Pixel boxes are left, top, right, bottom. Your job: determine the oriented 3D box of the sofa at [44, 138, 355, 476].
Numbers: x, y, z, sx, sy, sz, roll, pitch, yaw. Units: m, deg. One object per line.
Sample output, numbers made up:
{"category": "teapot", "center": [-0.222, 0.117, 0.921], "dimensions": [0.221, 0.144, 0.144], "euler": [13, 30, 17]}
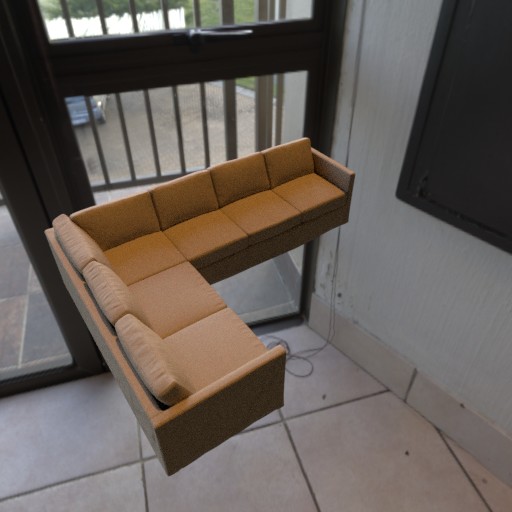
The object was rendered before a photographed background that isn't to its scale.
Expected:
{"category": "sofa", "center": [0.000, 0.000, 4.251], "dimensions": [3.182, 0.871, 2.432], "euler": [-24, 46, -26]}
